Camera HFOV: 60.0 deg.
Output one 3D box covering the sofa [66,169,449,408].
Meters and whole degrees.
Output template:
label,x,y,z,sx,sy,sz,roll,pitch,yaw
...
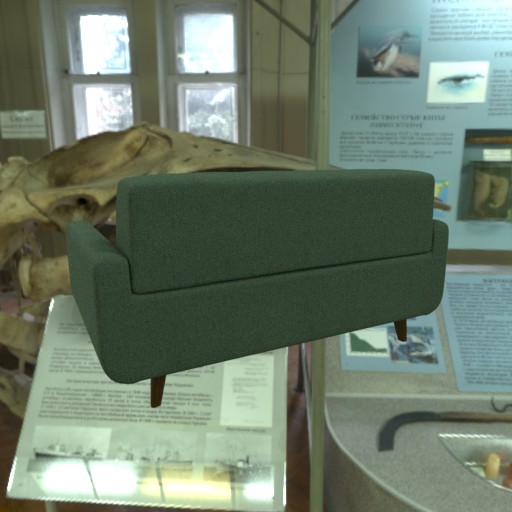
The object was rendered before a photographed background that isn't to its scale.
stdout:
label,x,y,z,sx,sy,sz,roll,pitch,yaw
sofa,0.000,0.000,2.165,1.631,0.841,0.909,-7,15,-27
